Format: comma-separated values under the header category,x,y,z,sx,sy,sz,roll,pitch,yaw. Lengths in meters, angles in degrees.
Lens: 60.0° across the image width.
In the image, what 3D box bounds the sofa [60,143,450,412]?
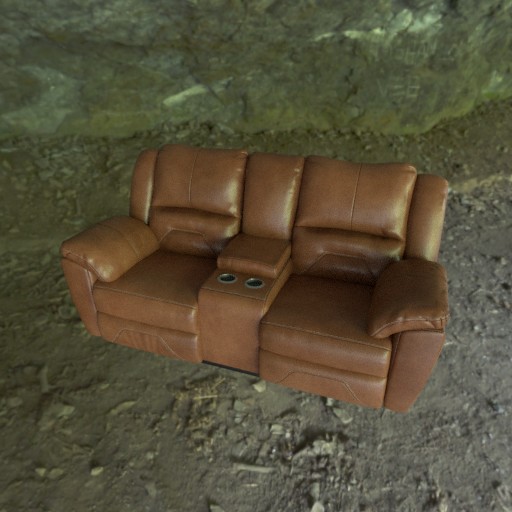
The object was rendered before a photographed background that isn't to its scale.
category,x,y,z,sx,sy,sz,roll,pitch,yaw
sofa,0.000,0.000,2.577,2.058,1.043,0.991,9,29,17
